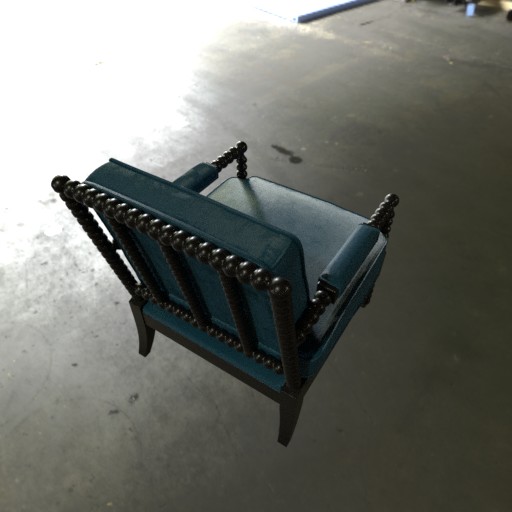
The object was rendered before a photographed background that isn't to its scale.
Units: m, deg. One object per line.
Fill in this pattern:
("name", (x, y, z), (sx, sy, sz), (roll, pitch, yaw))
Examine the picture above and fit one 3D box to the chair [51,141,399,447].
("chair", (0.000, 0.000, 1.429), (0.688, 0.857, 0.805), (25, 50, 22))
